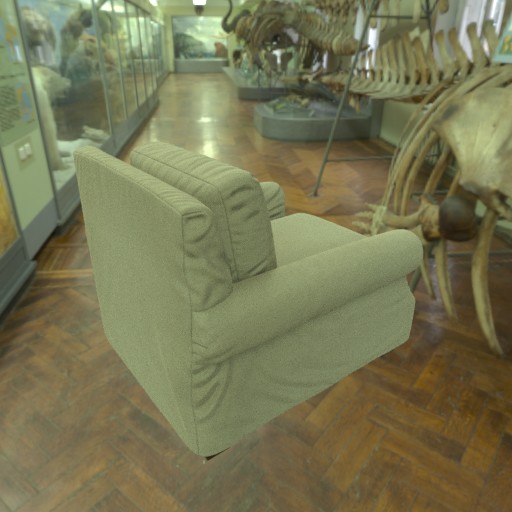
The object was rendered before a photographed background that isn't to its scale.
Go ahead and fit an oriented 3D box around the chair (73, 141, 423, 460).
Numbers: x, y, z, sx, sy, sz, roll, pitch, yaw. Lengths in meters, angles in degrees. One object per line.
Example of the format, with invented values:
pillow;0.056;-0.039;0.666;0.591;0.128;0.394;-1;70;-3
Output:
chair;0.000;0.000;1.714;1.066;0.866;0.940;-18;31;-33
